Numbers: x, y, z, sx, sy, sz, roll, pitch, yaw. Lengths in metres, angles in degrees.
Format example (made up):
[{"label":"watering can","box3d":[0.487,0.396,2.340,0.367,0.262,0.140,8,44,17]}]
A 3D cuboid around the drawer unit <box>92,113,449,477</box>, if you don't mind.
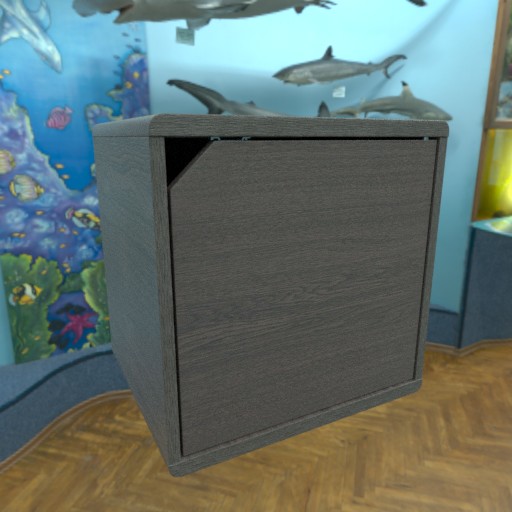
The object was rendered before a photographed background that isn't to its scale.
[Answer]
[{"label":"drawer unit","box3d":[0.000,0.000,0.590,0.344,0.344,0.290,-8,17,-27]}]
